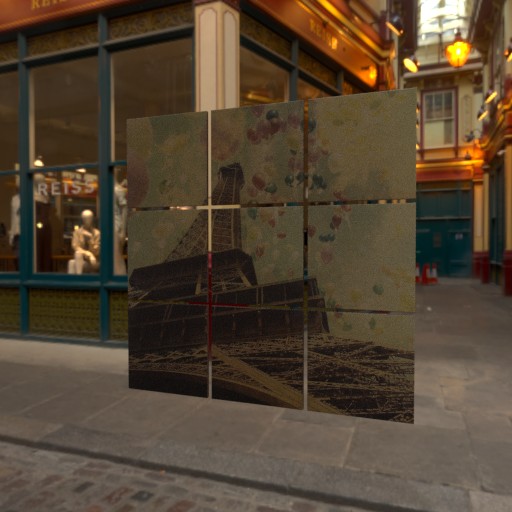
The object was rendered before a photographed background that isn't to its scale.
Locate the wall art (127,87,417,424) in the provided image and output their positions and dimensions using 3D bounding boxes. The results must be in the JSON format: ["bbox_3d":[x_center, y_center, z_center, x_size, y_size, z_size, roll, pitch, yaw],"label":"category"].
[{"bbox_3d":[0.000,0.000,1.855,1.256,1.246,0.017,0,1,19],"label":"wall art"}]
